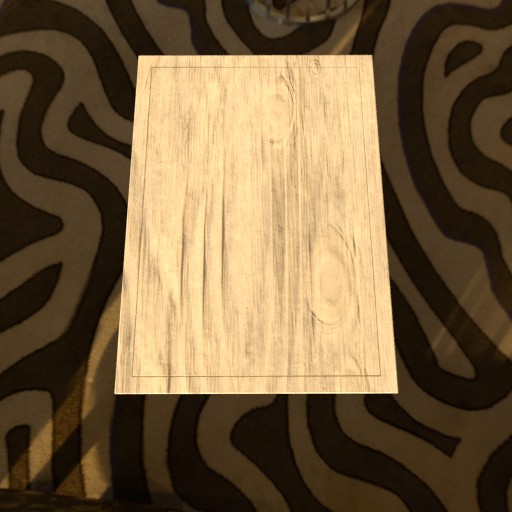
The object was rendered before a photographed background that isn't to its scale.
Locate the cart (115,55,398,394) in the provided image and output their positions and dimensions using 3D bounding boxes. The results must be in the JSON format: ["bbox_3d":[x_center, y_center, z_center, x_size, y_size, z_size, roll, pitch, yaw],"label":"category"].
[{"bbox_3d":[0.000,0.000,1.428,0.567,0.920,0.797,0,76,0],"label":"cart"}]
